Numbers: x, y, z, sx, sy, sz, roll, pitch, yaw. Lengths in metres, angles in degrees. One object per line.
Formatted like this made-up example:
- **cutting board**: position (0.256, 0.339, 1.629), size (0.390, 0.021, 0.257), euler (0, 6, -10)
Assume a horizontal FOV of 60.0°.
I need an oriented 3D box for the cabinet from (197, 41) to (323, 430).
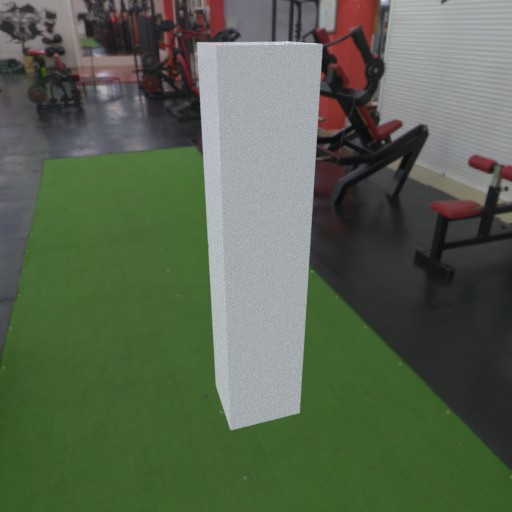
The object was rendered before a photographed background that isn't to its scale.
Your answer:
- **cabinet**: position (0.000, 0.000, 1.616), size (0.300, 1.400, 0.270), euler (-8, 28, -16)
